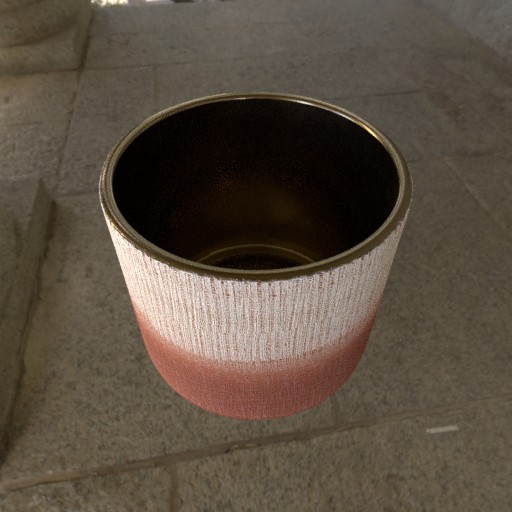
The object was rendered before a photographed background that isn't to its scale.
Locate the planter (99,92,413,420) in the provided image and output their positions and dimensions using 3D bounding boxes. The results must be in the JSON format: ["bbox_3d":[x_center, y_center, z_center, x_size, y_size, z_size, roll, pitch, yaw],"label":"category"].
[{"bbox_3d":[0.000,0.000,0.440,0.254,0.221,0.254,0,47,0],"label":"planter"}]
